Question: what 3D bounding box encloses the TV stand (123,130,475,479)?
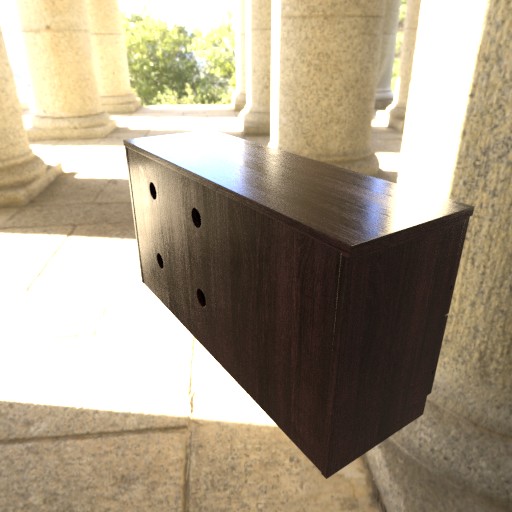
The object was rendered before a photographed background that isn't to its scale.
[{"bbox_3d":[0.000,0.000,1.467,0.404,0.614,1.192,-16,30,-31],"label":"TV stand"}]
